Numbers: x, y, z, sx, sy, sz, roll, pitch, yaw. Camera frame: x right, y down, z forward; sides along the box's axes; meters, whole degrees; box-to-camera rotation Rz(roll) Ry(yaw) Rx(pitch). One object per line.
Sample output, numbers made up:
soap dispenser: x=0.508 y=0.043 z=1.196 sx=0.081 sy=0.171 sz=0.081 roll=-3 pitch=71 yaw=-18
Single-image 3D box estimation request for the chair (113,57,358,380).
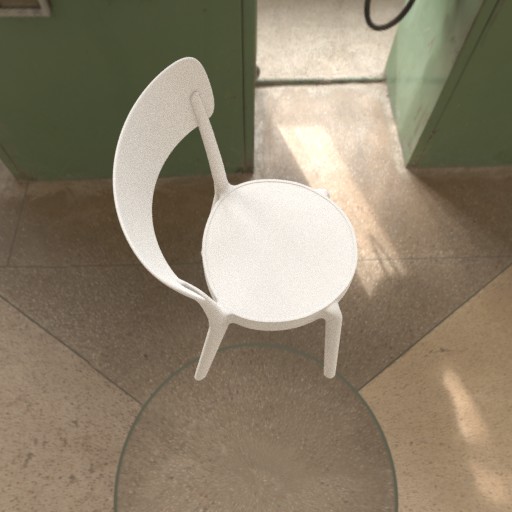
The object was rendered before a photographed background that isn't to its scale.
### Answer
chair: x=0.000 y=0.000 z=1.119 sx=0.491 sy=0.790 sz=0.506 roll=0 pitch=63 yaw=0
